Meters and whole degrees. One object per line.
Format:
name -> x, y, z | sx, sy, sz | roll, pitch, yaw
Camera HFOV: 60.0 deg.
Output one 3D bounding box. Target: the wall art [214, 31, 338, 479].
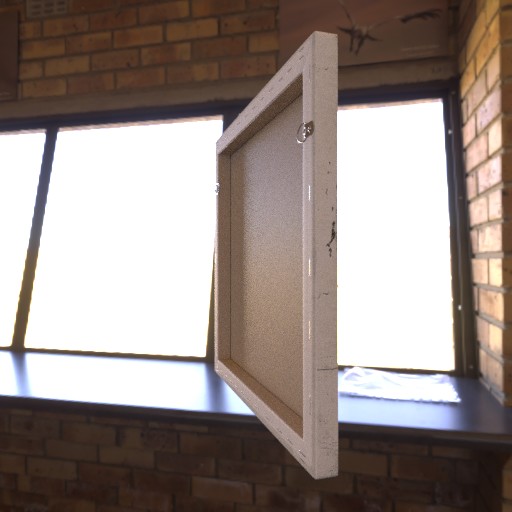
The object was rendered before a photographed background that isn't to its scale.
wall art -> 0.000, 0.000, 0.893 | 0.040, 0.611, 0.610 | 0, 0, -18
